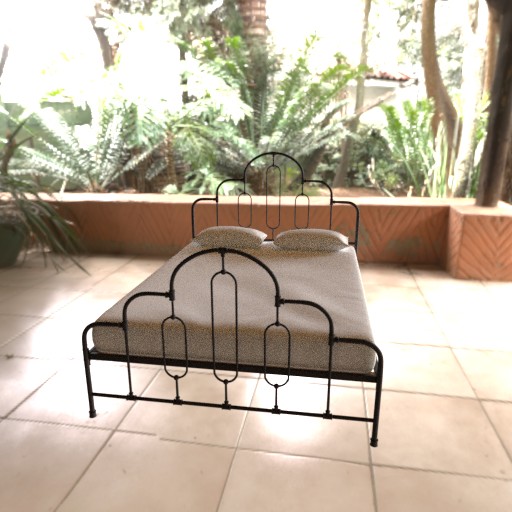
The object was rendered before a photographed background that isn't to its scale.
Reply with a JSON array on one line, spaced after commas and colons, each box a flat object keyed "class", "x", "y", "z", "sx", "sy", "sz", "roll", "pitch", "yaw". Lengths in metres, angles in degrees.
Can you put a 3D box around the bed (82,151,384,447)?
[{"class": "bed", "x": 0.000, "y": 0.000, "z": 3.289, "sx": 1.640, "sy": 1.429, "sz": 2.163, "roll": 2, "pitch": 16, "yaw": 9}]
